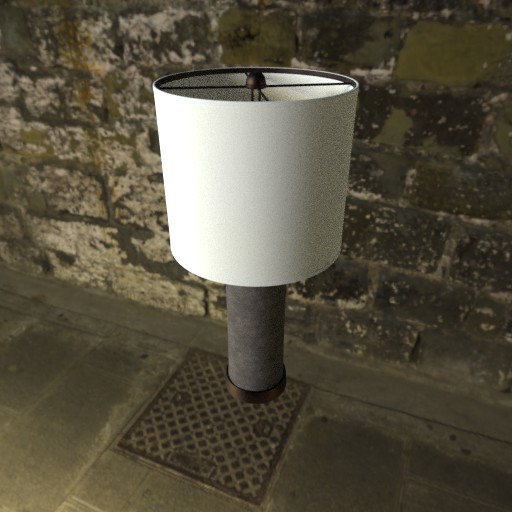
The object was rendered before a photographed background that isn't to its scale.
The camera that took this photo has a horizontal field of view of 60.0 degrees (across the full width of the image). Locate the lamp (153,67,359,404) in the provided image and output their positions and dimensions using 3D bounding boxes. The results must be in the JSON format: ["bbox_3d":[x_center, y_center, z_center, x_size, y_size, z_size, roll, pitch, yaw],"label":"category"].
[{"bbox_3d":[0.000,0.000,0.811,0.301,0.630,0.301,21,36,31],"label":"lamp"}]
